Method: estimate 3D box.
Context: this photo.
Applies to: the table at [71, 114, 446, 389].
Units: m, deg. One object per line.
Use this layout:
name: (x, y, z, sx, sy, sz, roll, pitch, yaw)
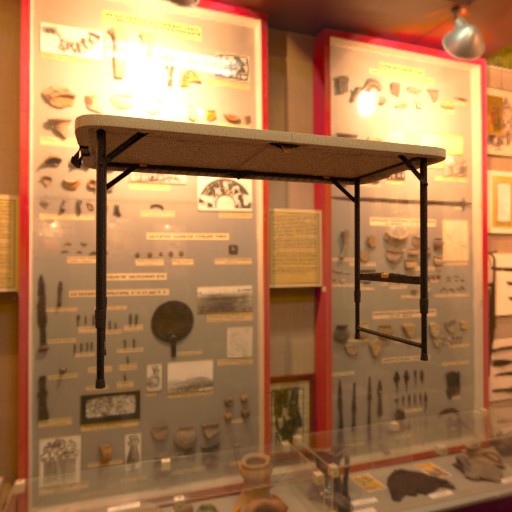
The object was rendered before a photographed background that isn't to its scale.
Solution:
table: (0.000, 0.000, 1.607, 1.245, 0.737, 0.611, 0, -1, -18)
